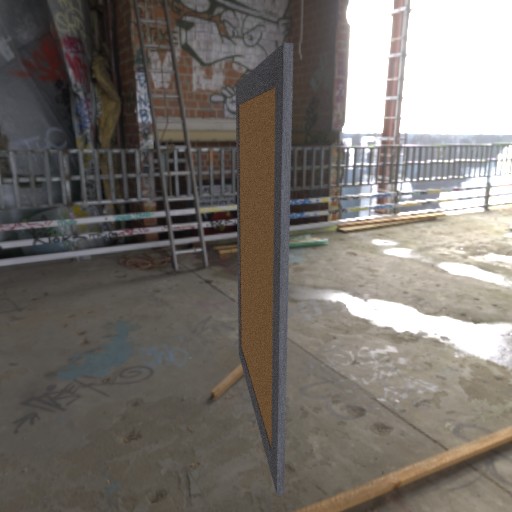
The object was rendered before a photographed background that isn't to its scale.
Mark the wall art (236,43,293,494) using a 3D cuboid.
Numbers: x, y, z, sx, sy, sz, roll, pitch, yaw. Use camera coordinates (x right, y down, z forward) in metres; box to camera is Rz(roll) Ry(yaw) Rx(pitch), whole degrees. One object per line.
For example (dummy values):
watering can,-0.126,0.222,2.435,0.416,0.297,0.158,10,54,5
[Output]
wall art,0.000,0.000,1.371,0.020,1.070,0.768,-3,16,-9
